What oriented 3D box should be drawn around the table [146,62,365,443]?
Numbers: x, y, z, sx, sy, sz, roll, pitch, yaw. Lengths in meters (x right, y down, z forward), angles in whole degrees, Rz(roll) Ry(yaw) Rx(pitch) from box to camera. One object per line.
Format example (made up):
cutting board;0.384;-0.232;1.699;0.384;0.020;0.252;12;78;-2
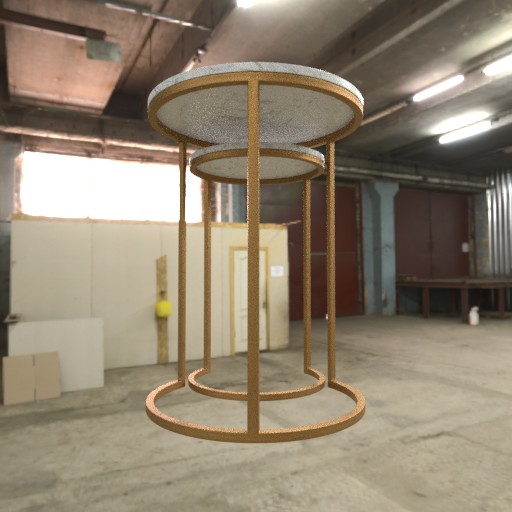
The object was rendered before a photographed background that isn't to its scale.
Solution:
table;0.000;0.000;0.891;0.400;0.550;0.507;0;-2;1
